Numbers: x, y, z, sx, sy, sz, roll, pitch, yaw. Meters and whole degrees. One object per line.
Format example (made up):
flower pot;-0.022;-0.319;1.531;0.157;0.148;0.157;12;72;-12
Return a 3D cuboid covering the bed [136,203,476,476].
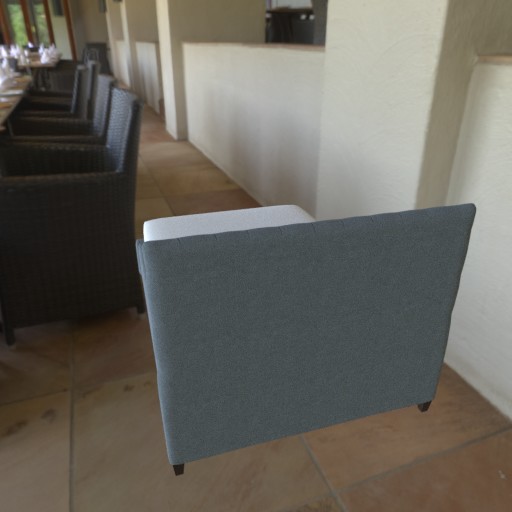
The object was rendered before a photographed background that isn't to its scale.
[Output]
bed;0.000;0.000;3.335;1.698;1.411;2.335;-8;27;-15
